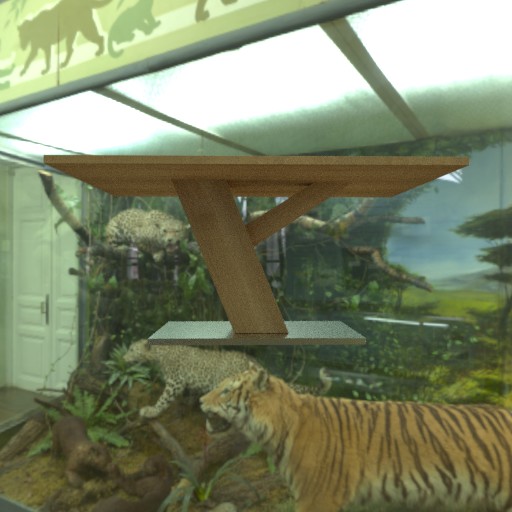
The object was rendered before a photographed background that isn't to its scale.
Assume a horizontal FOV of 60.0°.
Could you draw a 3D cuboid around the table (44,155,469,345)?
[{"bbox_3d":[0.000,0.000,2.114,1.600,0.750,0.900,0,0,-1],"label":"table"}]
